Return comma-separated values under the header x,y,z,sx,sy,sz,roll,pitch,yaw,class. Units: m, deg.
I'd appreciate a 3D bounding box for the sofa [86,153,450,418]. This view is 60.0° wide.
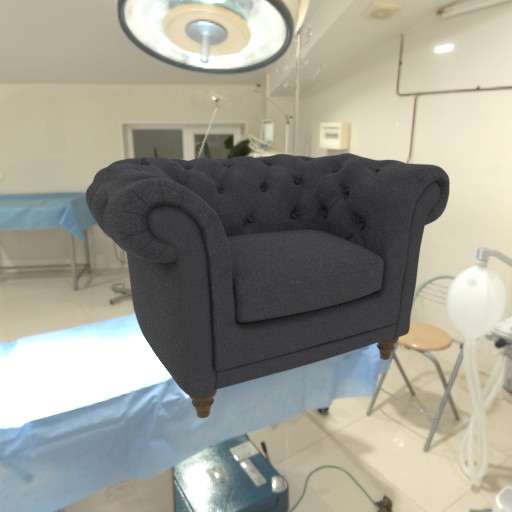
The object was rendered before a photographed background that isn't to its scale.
x,y,z,sx,sy,sz,roll,pitch,yaw,class
0.000,0.000,2.031,1.405,0.878,1.032,-9,19,-27,sofa
